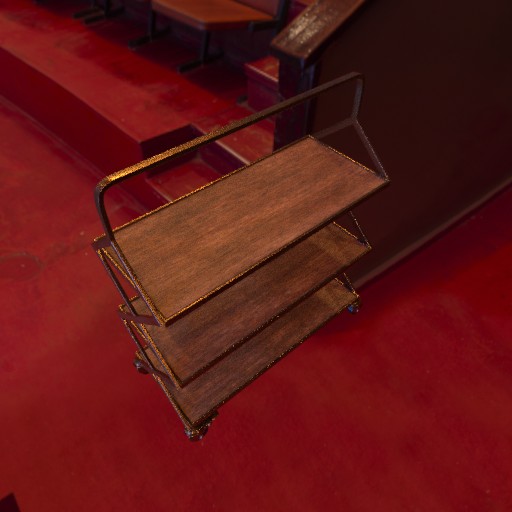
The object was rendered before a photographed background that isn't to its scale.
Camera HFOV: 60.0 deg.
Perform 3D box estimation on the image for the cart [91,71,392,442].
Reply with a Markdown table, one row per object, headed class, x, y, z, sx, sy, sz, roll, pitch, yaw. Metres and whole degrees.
| class | x | y | z | sx | sy | sz | roll | pitch | yaw |
| --- | --- | --- | --- | --- | --- | --- | --- | --- | --- |
| cart | 0.000 | 0.000 | 1.175 | 0.723 | 0.805 | 0.313 | -32 | 54 | -27 |
